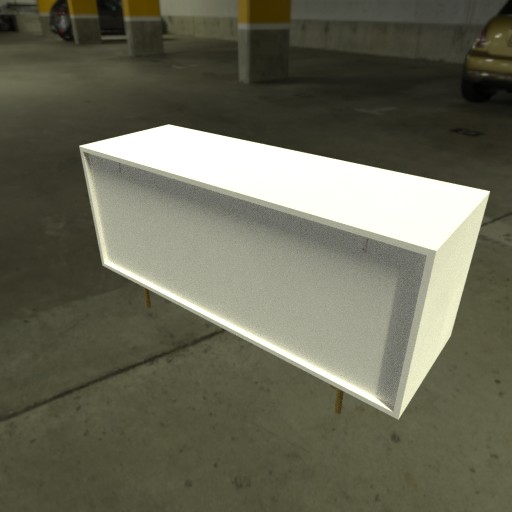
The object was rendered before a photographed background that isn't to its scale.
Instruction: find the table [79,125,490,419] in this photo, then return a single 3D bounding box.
[{"bbox_3d":[0.000,0.000,1.830,1.500,0.769,0.508,21,35,33],"label":"table"}]
